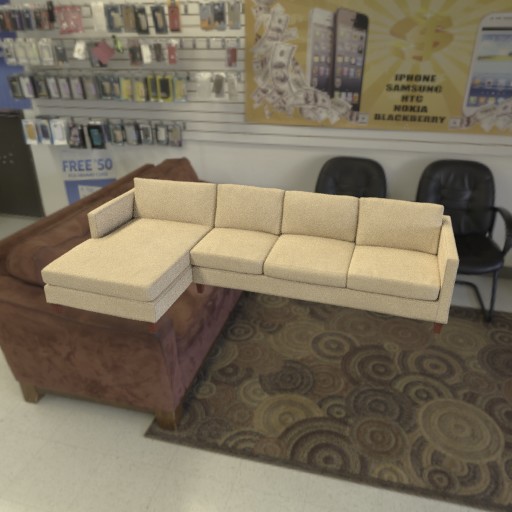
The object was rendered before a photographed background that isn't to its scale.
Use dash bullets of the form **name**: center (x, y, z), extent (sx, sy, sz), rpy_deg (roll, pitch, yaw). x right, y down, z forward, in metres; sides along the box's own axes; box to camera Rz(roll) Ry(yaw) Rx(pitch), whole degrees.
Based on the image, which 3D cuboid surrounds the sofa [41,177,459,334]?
- **sofa**: center (0.000, 0.000, 3.837), extent (3.186, 0.846, 1.625), rpy_deg (8, 27, 16)
